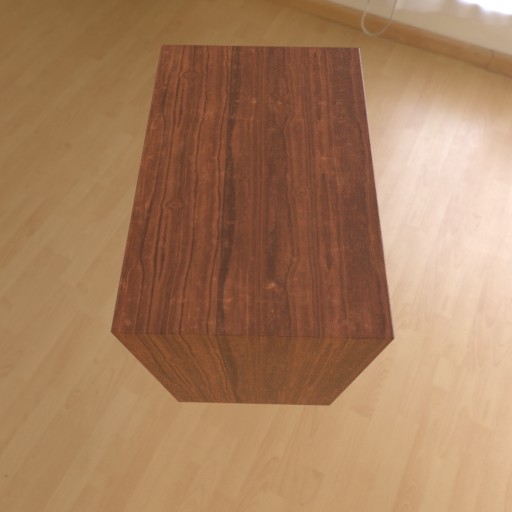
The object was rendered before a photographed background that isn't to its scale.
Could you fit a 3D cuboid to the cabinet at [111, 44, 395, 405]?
[{"bbox_3d":[0.000,0.000,1.073,0.410,0.695,0.607,1,63,1],"label":"cabinet"}]
